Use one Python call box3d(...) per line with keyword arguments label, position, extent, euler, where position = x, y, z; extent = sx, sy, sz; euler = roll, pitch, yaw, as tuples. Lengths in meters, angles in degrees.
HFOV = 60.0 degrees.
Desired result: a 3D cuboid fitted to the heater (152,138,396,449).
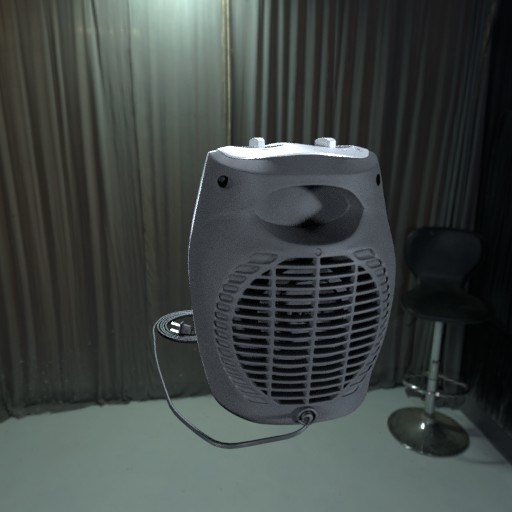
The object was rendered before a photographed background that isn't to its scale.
box3d(label="heater", position=(0.000, 0.000, 0.466), extent=(0.239, 0.240, 0.291), euler=(-2, 15, -9))
